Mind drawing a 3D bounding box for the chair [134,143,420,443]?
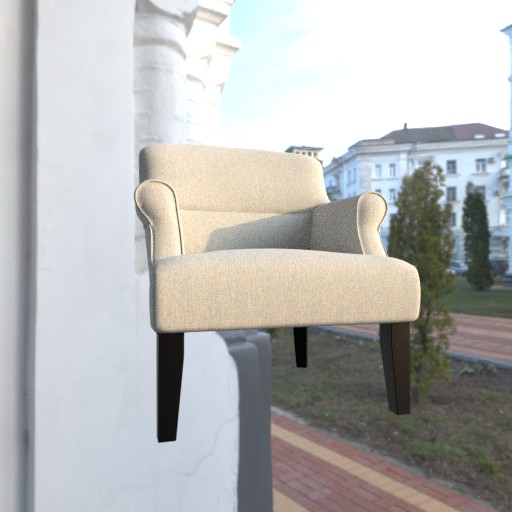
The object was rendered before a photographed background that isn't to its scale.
[{"bbox_3d":[0.000,0.000,1.451,0.781,0.875,0.750,0,-1,-17],"label":"chair"}]
